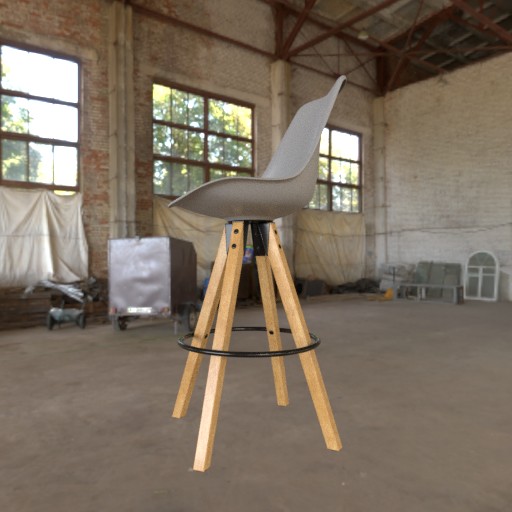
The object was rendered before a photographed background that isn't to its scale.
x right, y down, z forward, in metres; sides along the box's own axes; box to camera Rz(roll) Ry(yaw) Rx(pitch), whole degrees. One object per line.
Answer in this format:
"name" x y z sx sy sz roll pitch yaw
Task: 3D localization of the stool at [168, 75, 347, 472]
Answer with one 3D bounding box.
"stool" 0.000 0.000 1.414 0.550 1.115 0.485 0 0 -18
